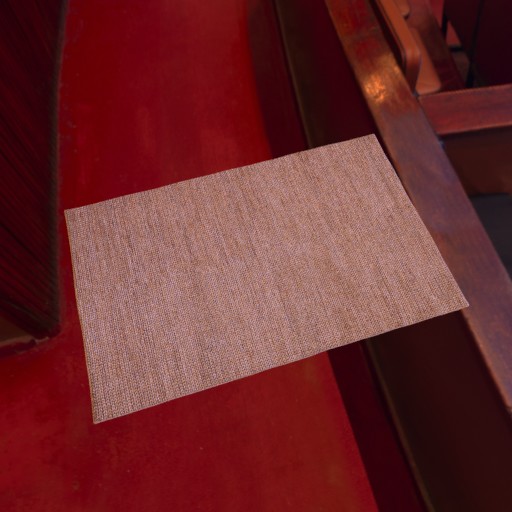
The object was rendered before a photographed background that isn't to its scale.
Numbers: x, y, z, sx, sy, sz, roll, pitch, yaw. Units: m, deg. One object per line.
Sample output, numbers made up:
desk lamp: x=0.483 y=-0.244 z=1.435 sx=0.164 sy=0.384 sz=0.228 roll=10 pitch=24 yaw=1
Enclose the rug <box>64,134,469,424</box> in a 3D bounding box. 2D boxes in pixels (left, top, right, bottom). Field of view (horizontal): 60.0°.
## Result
rug: x=0.000 y=0.000 z=3.046 sx=2.438 sy=0.034 sz=1.521 roll=-16 pitch=65 yaw=-8
